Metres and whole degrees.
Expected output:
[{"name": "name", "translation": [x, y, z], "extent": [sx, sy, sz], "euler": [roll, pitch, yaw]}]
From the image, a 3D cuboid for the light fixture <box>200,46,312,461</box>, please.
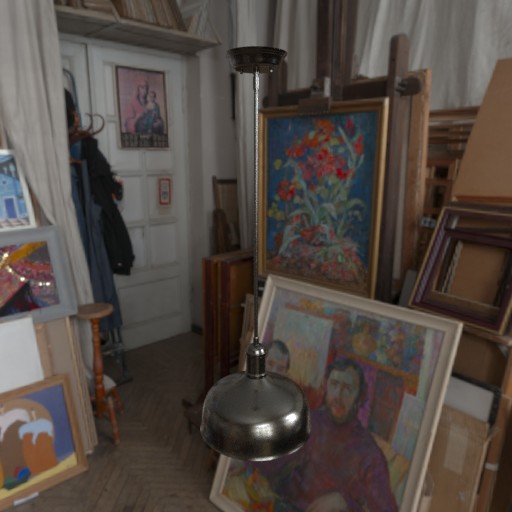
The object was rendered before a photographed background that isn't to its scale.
[{"name": "light fixture", "translation": [0.000, 0.000, 1.102], "extent": [0.299, 0.935, 0.299], "euler": [2, 12, 9]}]
